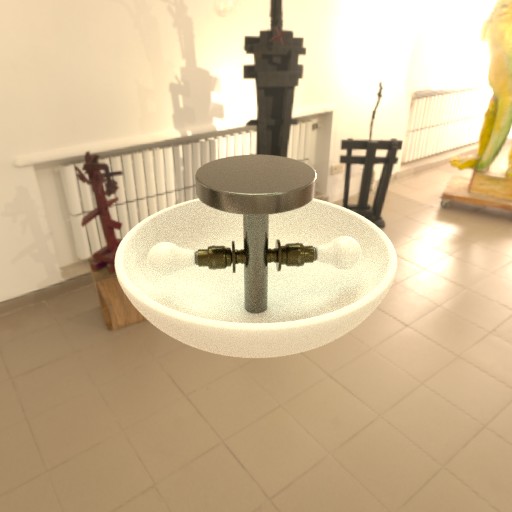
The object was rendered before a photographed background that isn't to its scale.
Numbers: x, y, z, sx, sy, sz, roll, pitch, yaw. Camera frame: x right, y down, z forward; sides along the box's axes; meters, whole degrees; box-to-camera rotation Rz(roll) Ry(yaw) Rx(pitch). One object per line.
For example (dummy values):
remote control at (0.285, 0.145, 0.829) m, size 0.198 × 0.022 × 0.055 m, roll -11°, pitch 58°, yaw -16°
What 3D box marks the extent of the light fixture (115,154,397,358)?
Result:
light fixture at (0.000, 0.000, 0.545) m, size 0.330 × 0.214 × 0.330 m, roll 0°, pitch 30°, yaw 0°
